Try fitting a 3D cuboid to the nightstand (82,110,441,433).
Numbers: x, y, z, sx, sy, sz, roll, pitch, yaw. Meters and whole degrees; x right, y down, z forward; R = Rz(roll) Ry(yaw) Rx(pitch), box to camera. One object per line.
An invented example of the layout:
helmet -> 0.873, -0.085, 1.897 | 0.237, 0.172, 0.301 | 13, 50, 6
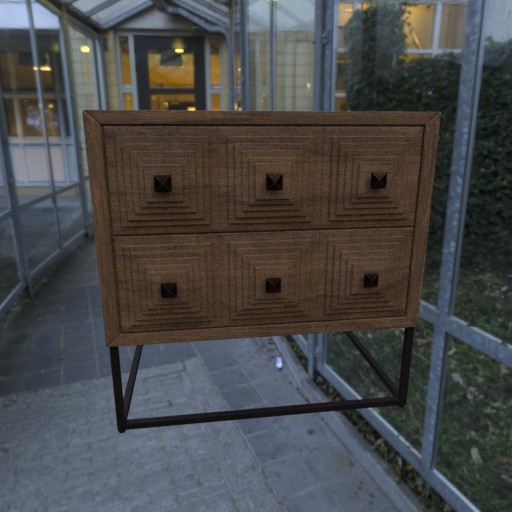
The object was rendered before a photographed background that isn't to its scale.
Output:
nightstand -> 0.000, 0.000, 1.002 | 0.610, 0.610, 0.437 | -2, 16, -8
